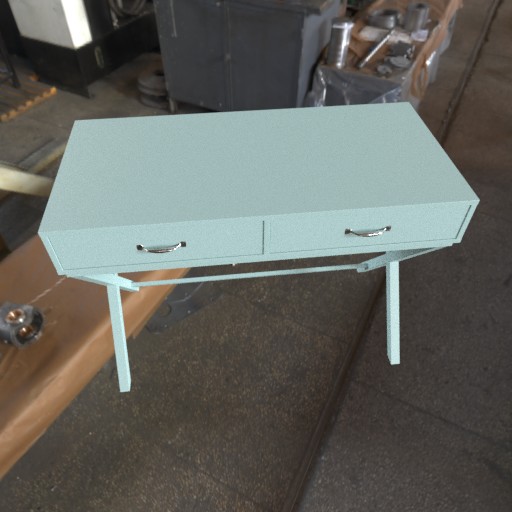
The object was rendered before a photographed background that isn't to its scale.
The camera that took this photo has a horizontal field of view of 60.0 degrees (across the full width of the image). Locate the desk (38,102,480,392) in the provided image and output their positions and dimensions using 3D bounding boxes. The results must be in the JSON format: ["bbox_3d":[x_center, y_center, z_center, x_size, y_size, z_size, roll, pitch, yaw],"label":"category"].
[{"bbox_3d":[0.000,0.000,1.500,1.057,0.780,0.525,-5,46,-4],"label":"desk"}]
